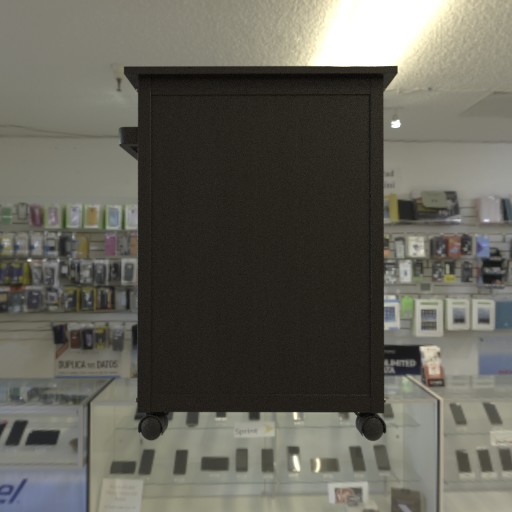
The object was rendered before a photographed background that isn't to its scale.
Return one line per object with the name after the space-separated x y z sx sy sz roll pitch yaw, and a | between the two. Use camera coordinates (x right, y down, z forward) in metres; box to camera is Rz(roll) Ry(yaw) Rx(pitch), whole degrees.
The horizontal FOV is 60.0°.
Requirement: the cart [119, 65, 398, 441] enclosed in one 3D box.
0.000 0.000 1.254 0.660 0.879 0.456 0 0 0 | cart
